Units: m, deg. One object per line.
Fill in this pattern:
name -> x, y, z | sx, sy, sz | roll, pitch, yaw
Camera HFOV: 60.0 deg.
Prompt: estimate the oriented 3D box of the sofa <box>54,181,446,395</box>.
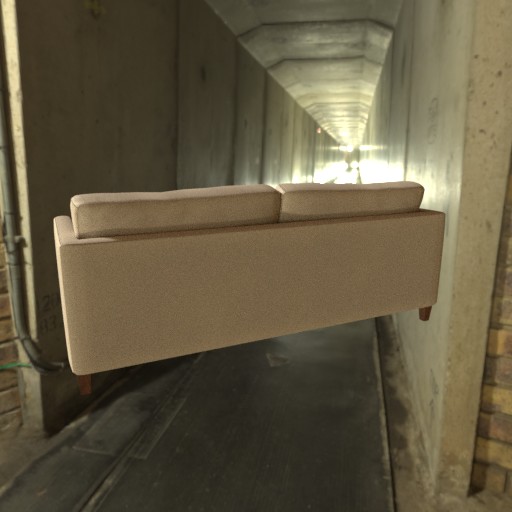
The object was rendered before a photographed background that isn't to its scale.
sofa -> 0.000, 0.000, 2.893 | 2.361, 0.968, 0.951 | -6, 15, -24
